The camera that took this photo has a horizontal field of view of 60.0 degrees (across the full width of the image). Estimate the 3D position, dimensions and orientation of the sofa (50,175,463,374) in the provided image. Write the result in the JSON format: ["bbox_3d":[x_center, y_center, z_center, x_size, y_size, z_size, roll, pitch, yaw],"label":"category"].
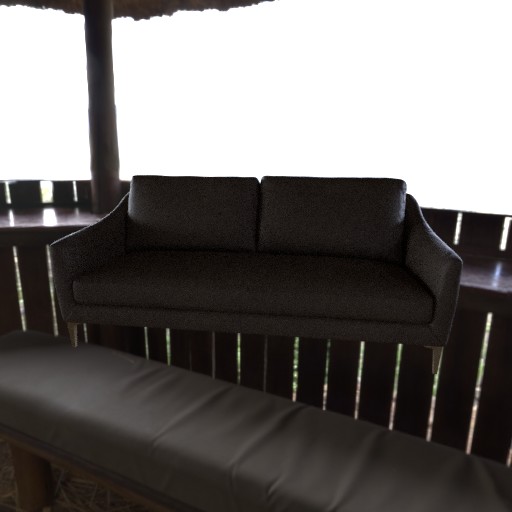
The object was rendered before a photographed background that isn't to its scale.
[{"bbox_3d":[0.000,0.000,2.612,2.036,0.902,0.960,2,15,8],"label":"sofa"}]
